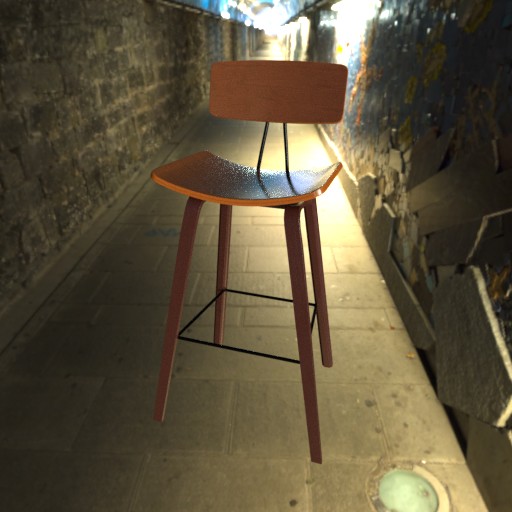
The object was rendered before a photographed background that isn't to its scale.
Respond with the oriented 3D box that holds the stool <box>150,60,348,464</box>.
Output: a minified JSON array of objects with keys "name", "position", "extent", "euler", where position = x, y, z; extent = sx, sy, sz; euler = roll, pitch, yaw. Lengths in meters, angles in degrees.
[{"name":"stool","position":[0.000,0.000,1.227],"extent":[0.509,0.969,0.440],"euler":[8,28,15]}]
